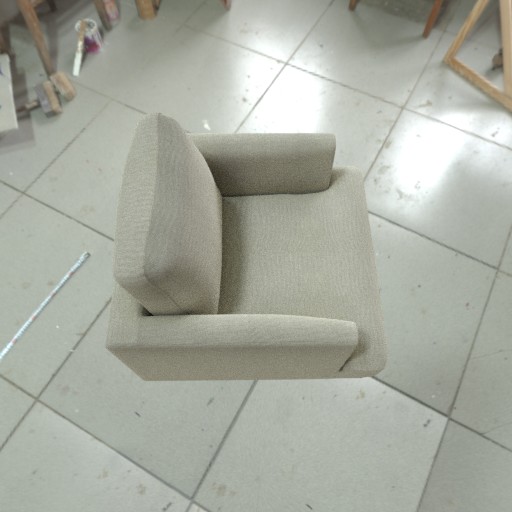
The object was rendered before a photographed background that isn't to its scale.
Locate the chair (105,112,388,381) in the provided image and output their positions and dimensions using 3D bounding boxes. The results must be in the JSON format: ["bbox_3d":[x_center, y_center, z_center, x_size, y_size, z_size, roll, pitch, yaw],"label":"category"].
[{"bbox_3d":[0.000,0.000,1.667,0.899,0.957,0.858,-1,63,0],"label":"chair"}]
